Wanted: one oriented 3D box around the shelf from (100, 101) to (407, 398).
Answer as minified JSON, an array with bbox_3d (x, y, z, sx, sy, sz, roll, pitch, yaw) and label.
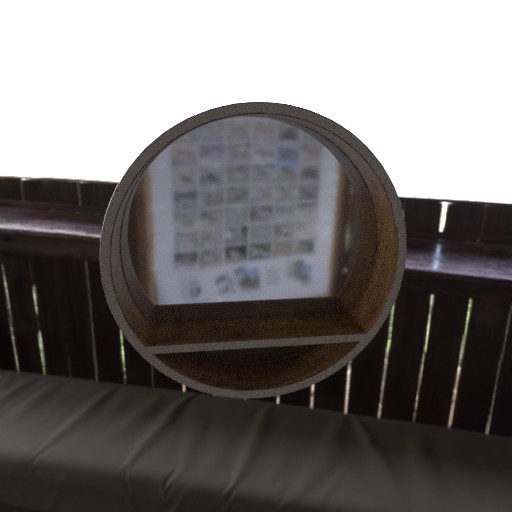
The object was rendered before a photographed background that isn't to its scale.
[{"bbox_3d":[0.000,0.000,1.233,0.806,0.807,0.158,-2,16,-7],"label":"shelf"}]
